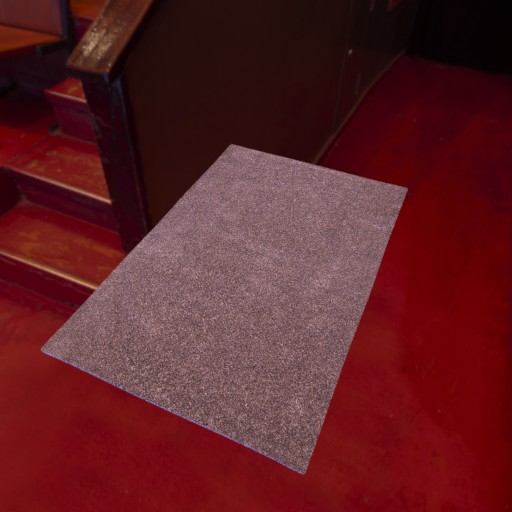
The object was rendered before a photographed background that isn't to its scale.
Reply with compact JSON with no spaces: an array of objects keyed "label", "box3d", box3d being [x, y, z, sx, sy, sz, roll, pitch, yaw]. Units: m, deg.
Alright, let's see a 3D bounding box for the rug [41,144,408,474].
[{"label":"rug","box3d":[0.000,0.000,3.436,1.802,0.026,2.699,18,48,17]}]
